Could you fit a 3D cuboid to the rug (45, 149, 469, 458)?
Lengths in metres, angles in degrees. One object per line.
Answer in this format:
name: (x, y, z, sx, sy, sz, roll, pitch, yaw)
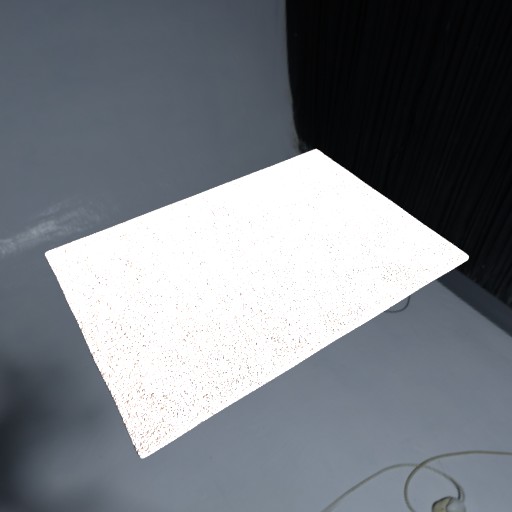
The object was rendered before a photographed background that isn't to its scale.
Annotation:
rug: (0.000, 0.000, 2.245, 1.778, 0.030, 1.219, -25, 50, -23)
